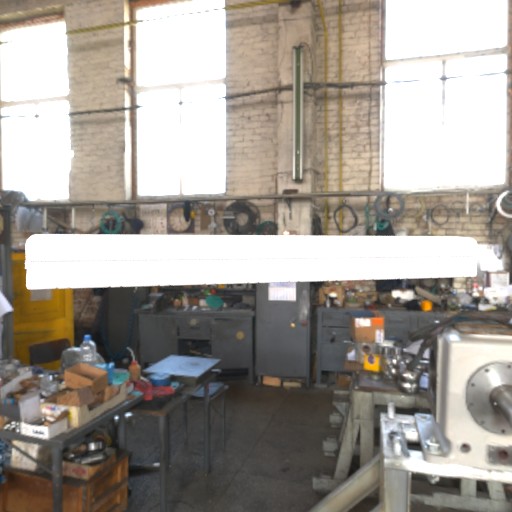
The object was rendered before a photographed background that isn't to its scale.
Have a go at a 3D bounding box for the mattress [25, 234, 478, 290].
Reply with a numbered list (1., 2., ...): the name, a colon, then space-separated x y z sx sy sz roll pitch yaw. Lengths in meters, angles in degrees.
1. mattress: 0.000 0.000 2.293 2.000 0.200 0.900 -1 2 -18
